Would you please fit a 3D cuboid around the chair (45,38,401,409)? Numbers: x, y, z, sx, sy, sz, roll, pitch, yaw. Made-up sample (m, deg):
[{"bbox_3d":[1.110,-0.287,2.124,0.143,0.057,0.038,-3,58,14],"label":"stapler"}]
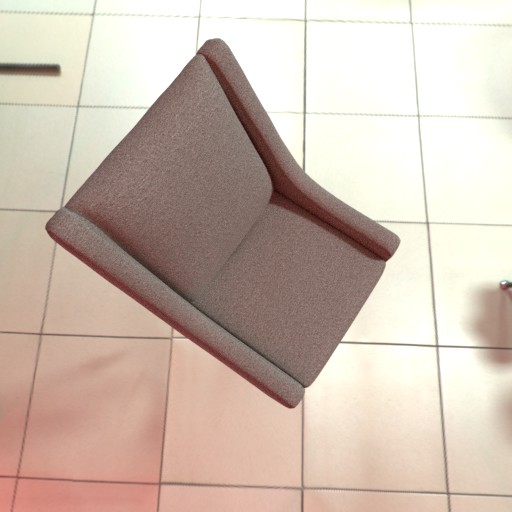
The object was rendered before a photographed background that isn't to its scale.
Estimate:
[{"bbox_3d":[0.000,0.000,1.643,0.870,1.016,0.774,34,77,9],"label":"chair"}]
